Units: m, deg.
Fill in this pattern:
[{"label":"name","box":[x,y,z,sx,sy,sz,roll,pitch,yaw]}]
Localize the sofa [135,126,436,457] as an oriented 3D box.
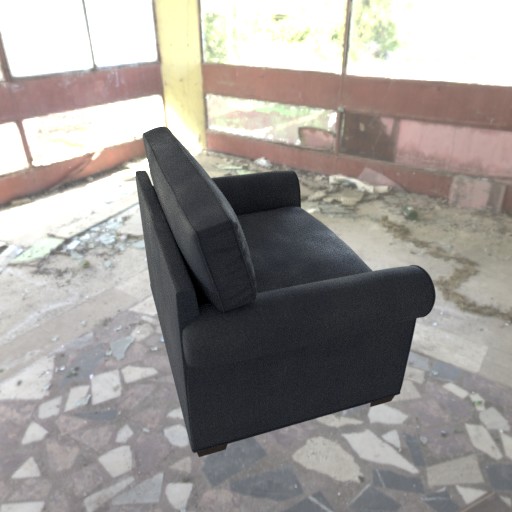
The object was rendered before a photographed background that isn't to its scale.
[{"label":"sofa","box":[0.000,0.000,2.101,0.938,1.004,1.405,-9,30,-17]}]
